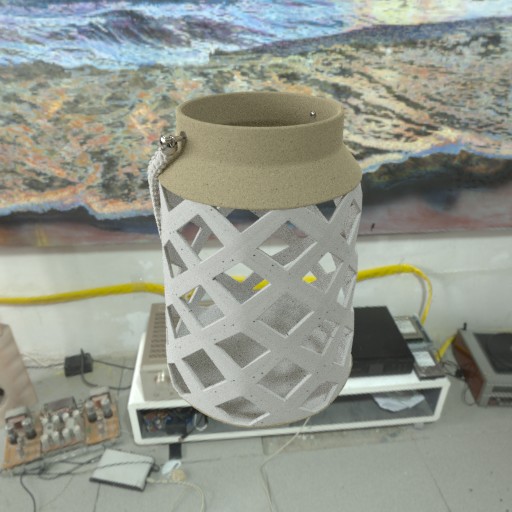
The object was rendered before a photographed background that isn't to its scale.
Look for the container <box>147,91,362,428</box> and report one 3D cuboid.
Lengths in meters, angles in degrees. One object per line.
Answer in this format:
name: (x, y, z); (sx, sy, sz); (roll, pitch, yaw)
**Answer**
container: (0.000, 0.000, 0.348); (0.163, 0.229, 0.172); (-20, 36, -30)
